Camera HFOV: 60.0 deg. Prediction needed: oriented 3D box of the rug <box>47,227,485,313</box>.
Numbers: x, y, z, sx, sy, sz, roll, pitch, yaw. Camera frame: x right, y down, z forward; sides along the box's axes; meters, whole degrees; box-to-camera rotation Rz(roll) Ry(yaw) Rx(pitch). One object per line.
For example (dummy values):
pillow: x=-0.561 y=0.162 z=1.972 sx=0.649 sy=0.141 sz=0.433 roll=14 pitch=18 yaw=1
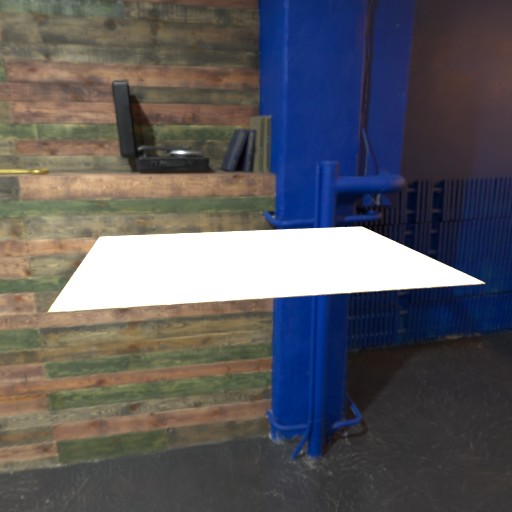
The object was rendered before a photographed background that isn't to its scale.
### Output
rug: x=0.000 y=0.000 z=4.464 sx=3.353 sy=0.010 sz=2.438 roll=-3 pitch=15 yaw=-10
